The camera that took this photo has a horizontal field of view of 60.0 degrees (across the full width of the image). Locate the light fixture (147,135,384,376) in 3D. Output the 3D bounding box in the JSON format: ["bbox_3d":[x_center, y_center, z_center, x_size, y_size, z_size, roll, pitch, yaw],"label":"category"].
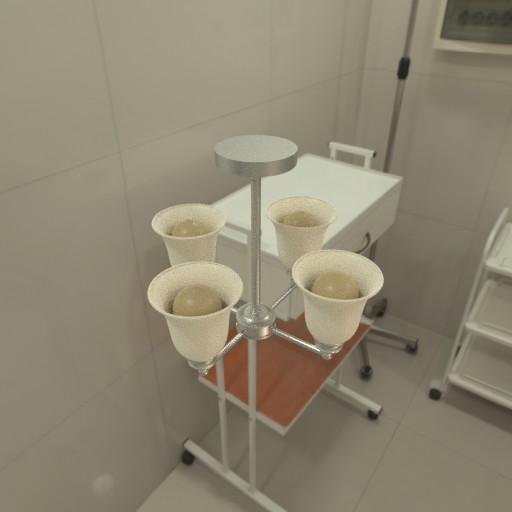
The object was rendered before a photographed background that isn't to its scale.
[{"bbox_3d":[0.000,0.000,0.738,0.427,0.370,0.427,21,38,29],"label":"light fixture"}]
